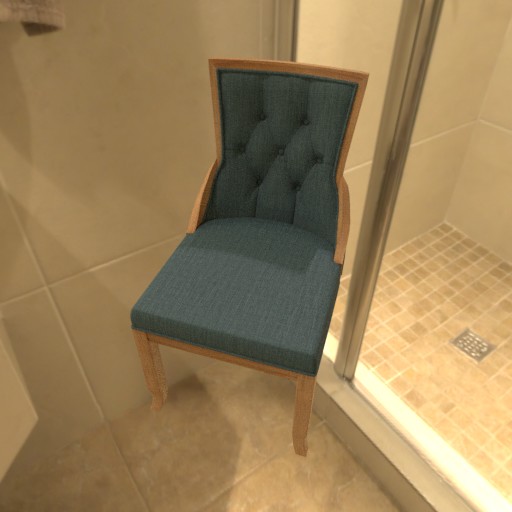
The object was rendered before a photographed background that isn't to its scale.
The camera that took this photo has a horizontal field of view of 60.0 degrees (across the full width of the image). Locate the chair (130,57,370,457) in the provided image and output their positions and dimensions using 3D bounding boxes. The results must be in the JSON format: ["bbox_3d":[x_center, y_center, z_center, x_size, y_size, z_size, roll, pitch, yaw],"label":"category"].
[{"bbox_3d":[0.000,0.000,1.333,0.524,0.947,0.641,12,41,14],"label":"chair"}]
